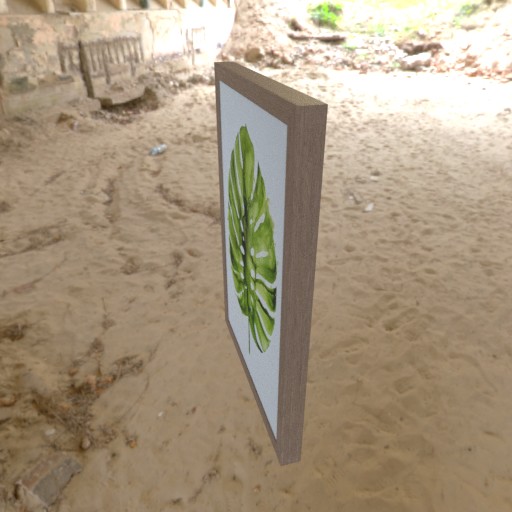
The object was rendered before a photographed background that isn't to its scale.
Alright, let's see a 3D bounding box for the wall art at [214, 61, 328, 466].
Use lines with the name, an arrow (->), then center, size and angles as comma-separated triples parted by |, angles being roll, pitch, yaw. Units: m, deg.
wall art -> 0.000, 0.000, 0.676 | 0.032, 0.510, 0.358 | -8, 31, -14
